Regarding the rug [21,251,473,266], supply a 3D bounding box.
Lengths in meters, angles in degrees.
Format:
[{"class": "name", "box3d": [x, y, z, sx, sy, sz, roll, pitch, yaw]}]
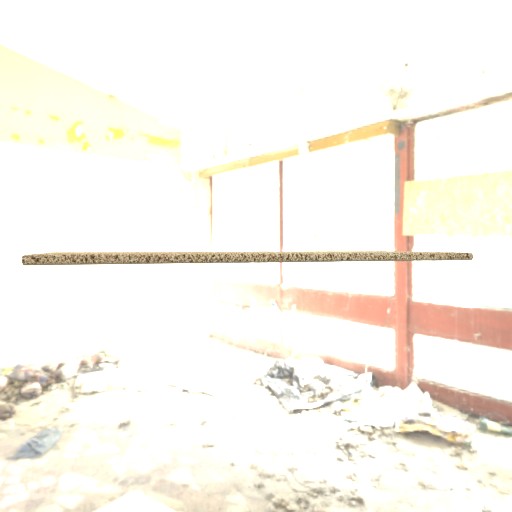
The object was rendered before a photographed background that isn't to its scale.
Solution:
[{"class": "rug", "box3d": [0.000, 0.000, 1.707, 1.524, 0.030, 0.609, 0, 1, -18]}]
